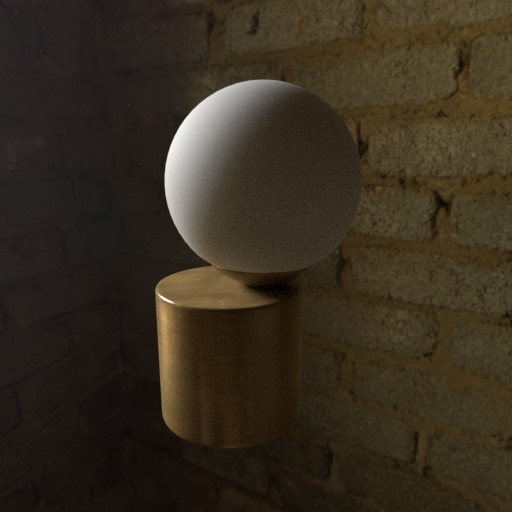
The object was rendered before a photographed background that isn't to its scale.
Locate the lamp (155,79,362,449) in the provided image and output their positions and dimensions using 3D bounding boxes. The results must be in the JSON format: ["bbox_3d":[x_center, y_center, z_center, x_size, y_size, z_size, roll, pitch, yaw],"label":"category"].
[{"bbox_3d":[0.000,0.000,0.337,0.152,0.250,0.141,-2,14,-7],"label":"lamp"}]
